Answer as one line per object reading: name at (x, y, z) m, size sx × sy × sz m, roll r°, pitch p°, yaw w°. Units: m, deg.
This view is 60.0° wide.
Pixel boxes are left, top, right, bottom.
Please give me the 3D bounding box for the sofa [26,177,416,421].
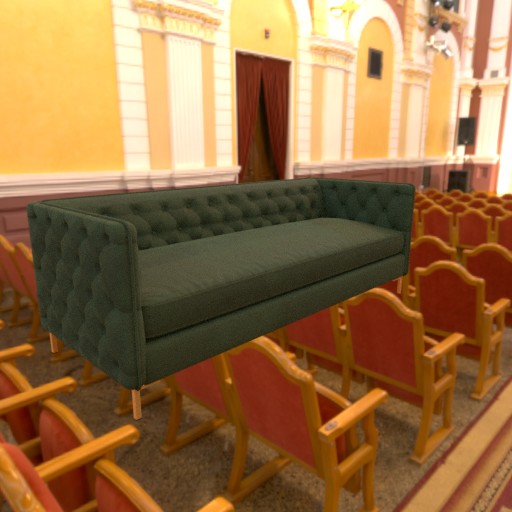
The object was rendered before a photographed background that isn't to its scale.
sofa at (0.000, 0.000, 2.588) m, size 0.895 × 0.771 × 2.209 m, roll 14°, pitch 19°, yaw 43°
